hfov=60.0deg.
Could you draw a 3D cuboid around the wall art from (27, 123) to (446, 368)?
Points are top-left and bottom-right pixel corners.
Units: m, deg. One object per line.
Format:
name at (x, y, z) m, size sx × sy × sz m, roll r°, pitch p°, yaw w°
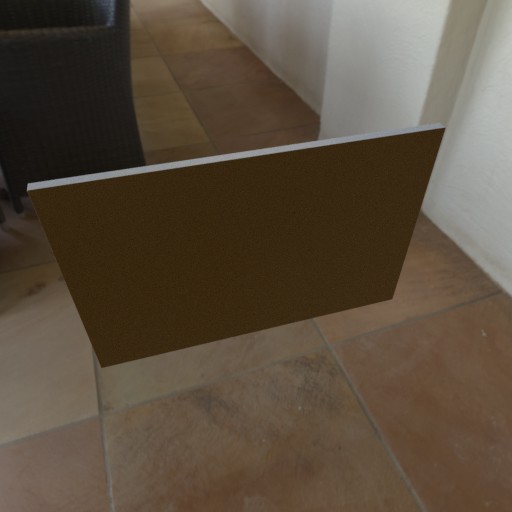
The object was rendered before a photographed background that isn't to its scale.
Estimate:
wall art at (0.000, 0.000, 1.171) m, size 0.932 × 0.610 × 0.027 m, roll -11°, pitch 44°, yaw -12°
